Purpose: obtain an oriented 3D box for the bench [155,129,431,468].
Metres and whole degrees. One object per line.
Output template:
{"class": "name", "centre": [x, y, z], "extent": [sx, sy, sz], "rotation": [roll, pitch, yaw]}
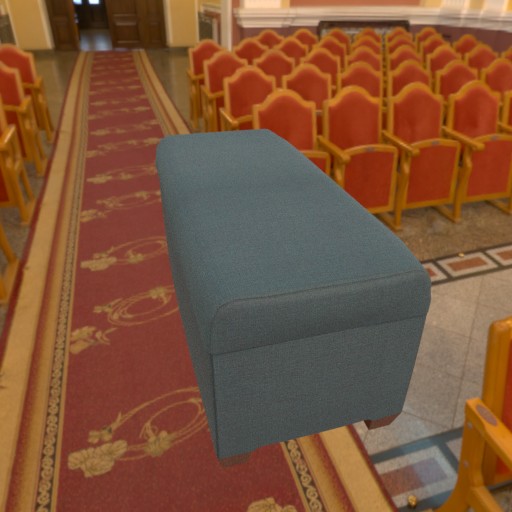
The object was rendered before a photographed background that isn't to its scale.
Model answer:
{"class": "bench", "centre": [0.000, 0.000, 1.277], "extent": [0.476, 0.474, 0.995], "rotation": [-8, 33, -14]}
